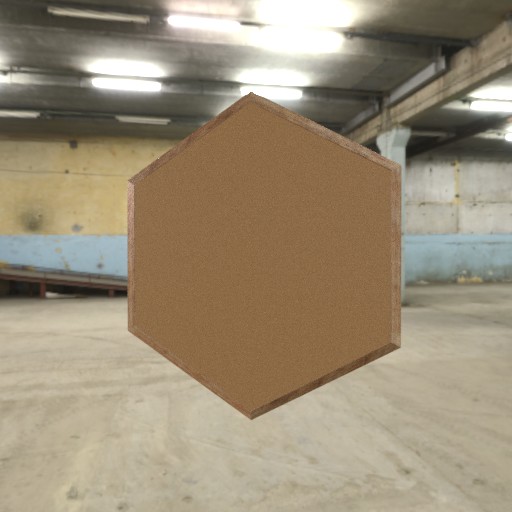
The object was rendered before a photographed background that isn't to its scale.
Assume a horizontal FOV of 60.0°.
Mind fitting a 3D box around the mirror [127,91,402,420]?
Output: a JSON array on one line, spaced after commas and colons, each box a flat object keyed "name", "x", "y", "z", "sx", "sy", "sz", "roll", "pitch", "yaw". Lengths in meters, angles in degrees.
[{"name": "mirror", "x": 0.000, "y": 0.000, "z": 1.085, "sx": 0.675, "sy": 0.779, "sz": 0.091, "roll": 0, "pitch": 1, "yaw": 18}]
